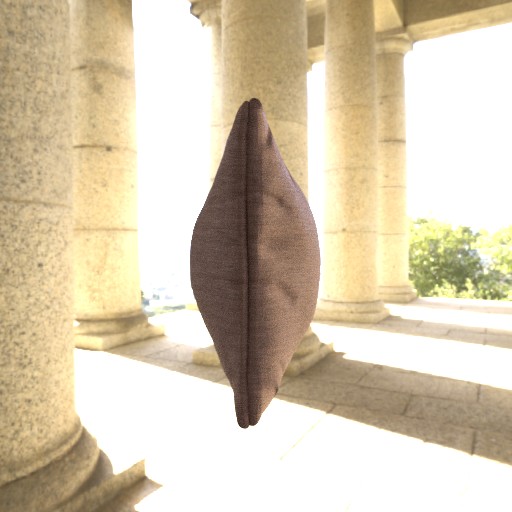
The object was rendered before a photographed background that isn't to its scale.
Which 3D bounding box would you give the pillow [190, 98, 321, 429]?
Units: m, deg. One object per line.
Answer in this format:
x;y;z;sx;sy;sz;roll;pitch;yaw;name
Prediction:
0.000;0.000;0.760;0.210;0.338;0.633;0;2;-1;pillow
